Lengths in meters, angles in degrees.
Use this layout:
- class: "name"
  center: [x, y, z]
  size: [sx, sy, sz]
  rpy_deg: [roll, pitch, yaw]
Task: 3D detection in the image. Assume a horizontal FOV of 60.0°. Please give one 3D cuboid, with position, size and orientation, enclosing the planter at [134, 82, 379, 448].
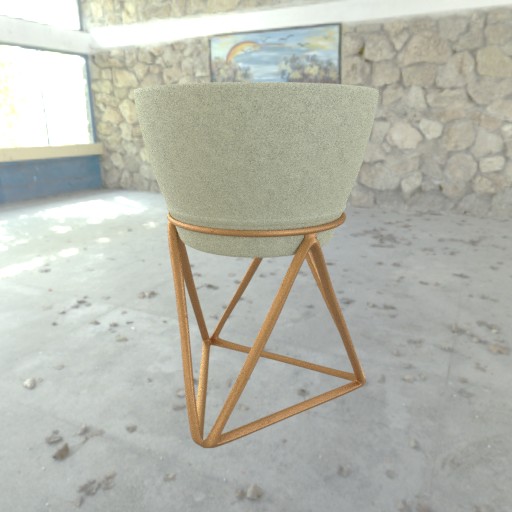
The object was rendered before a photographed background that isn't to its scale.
- class: "planter"
  center: [0.000, 0.000, 0.725]
  size: [0.350, 0.504, 0.350]
  rpy_deg: [9, 19, 26]
